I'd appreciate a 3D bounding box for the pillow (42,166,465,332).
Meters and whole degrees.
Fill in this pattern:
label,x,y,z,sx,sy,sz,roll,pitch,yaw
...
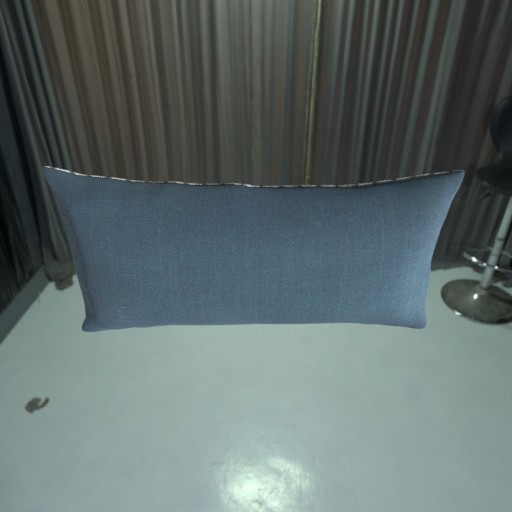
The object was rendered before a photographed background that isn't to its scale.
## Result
label,x,y,z,sx,sy,sz,roll,pitch,yaw
pillow,0.000,0.000,0.712,0.609,0.305,0.151,-1,32,-1
